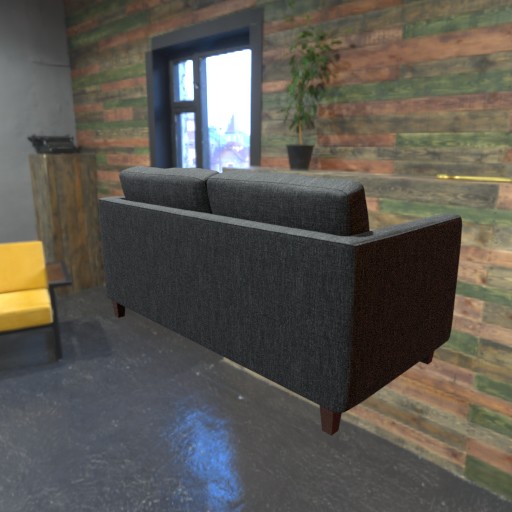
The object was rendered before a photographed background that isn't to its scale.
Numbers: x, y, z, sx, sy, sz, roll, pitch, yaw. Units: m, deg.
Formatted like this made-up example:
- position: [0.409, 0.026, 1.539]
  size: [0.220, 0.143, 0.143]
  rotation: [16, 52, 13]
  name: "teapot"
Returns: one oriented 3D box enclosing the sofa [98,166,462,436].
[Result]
- position: [0.000, 0.000, 2.461]
  size: [0.950, 0.963, 1.884]
  rotation: [-13, 19, -43]
  name: "sofa"
